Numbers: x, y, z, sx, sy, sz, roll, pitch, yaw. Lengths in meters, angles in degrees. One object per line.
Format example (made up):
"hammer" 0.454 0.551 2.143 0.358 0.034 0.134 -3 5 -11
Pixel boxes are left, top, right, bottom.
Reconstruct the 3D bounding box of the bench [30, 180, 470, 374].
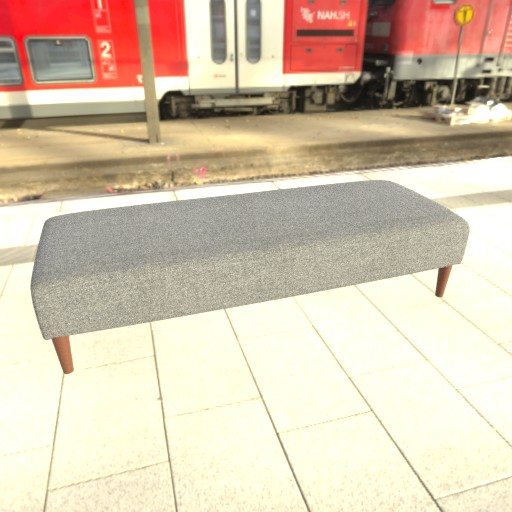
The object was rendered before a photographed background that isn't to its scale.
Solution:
"bench" 0.000 0.000 1.832 1.598 0.384 0.631 -9 28 -16
